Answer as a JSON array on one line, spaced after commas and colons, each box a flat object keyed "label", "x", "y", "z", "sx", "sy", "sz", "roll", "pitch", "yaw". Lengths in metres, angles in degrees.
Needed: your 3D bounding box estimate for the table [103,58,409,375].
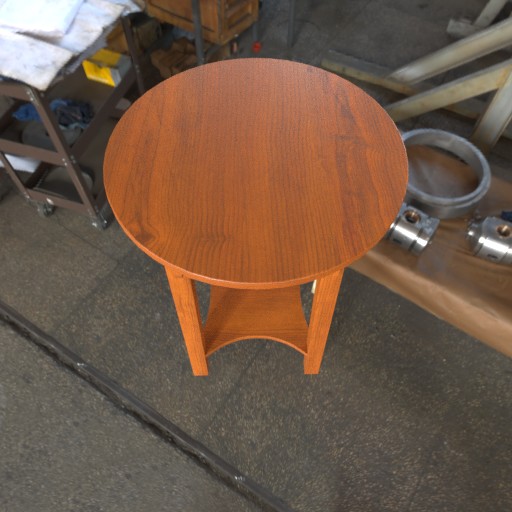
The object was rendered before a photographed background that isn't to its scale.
[{"label": "table", "x": 0.000, "y": 0.000, "z": 0.931, "sx": 0.457, "sy": 0.610, "sz": 0.457, "roll": 0, "pitch": 58, "yaw": 0}]
